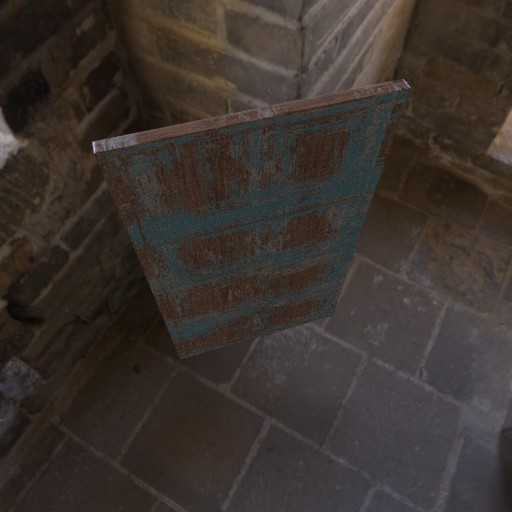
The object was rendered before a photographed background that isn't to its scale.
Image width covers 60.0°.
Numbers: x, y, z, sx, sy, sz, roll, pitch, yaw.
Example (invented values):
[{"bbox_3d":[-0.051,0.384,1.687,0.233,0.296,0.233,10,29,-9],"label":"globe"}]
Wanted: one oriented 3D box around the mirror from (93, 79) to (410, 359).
[{"bbox_3d":[0.000,0.000,1.482,0.707,1.213,0.083,-14,59,-9],"label":"mirror"}]
